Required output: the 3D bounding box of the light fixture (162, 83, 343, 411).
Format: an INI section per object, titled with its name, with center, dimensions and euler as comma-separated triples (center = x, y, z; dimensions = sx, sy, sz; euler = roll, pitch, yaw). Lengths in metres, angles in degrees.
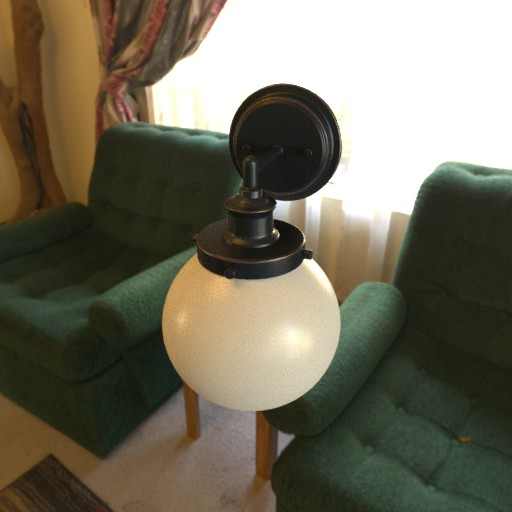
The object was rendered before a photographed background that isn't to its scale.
[light fixture]
center = 0.000, 0.000, 0.481
dimensions = 0.197, 0.332, 0.230
euler = 8, 28, 16
